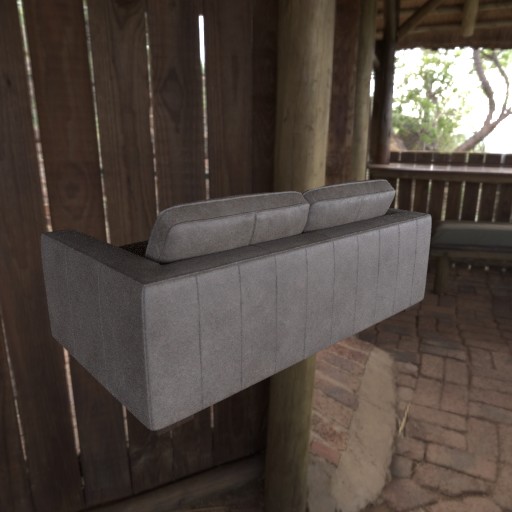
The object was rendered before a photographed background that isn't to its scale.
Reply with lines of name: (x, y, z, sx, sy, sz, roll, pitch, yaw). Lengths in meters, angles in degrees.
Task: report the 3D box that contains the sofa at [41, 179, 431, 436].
sofa: (0.000, 0.000, 2.432, 1.920, 0.800, 1.070, -14, 21, -40)
